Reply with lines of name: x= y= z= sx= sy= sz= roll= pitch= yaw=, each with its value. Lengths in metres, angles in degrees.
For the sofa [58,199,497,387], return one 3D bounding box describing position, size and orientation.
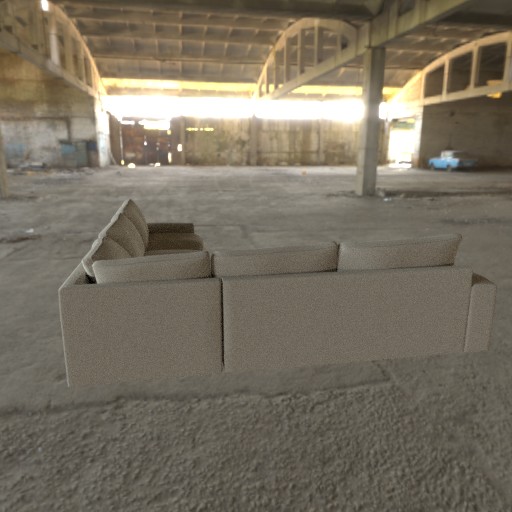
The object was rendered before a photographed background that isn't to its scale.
sofa: x=0.000 y=0.000 z=4.566 sx=3.066 sy=0.918 sz=3.206 roll=-2 pitch=14 yaw=-10
